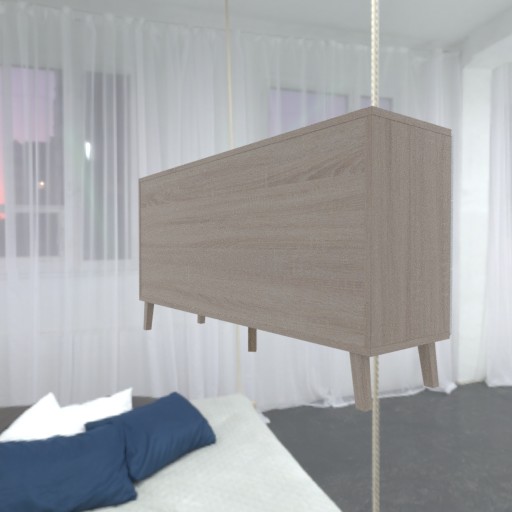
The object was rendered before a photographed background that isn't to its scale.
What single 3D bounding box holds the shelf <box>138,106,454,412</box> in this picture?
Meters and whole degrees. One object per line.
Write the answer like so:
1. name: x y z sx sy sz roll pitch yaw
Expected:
1. shelf: 0.000 0.000 1.827 0.400 0.780 1.490 -1 1 -37
